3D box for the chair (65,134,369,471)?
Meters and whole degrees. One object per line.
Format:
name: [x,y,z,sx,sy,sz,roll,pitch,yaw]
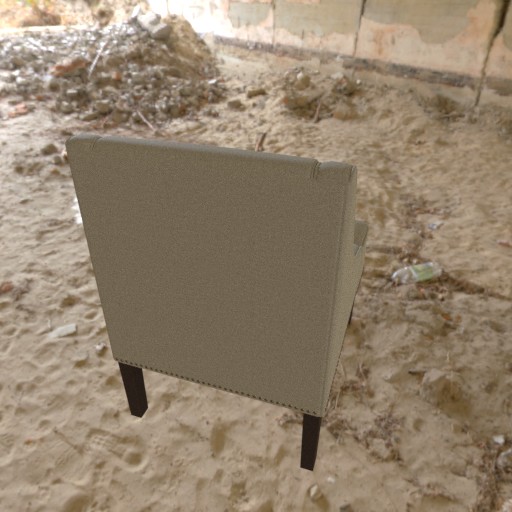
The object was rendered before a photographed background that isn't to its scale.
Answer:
chair: [0.000,0.000,1.343,0.610,0.864,0.737,10,33,16]
